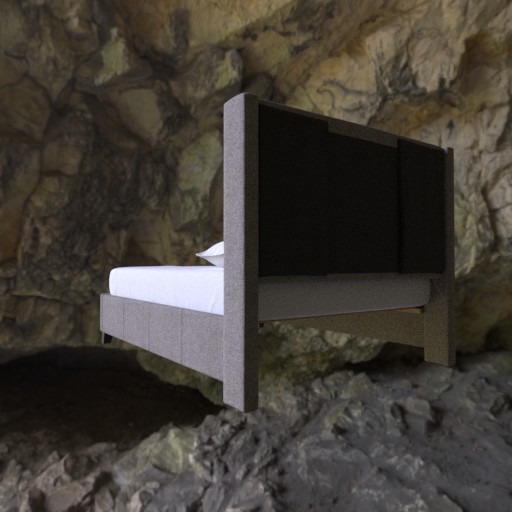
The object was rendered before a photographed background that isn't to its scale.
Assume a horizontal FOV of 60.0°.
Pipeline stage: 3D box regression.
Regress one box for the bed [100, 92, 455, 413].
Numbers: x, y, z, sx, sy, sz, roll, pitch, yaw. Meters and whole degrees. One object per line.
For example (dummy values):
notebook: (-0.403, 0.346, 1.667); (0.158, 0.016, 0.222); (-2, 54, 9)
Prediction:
bed: (0.000, 0.000, 3.407); (1.714, 1.476, 2.245); (1, -1, -35)
